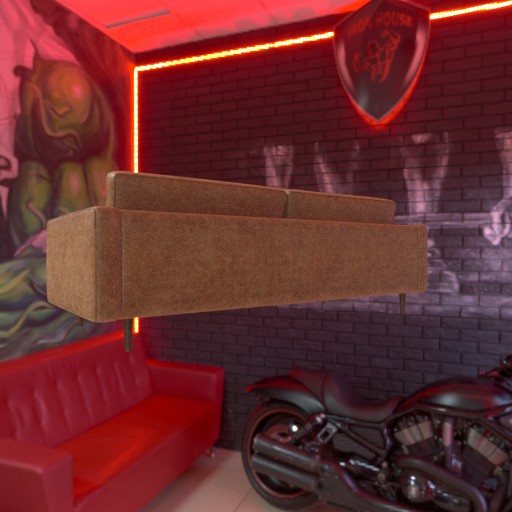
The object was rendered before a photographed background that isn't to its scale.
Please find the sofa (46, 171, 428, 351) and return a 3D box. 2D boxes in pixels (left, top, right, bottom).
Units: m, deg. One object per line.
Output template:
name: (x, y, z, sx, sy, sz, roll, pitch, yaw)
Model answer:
sofa: (0.000, 0.000, 2.685, 2.200, 0.770, 0.919, -1, 1, -36)
